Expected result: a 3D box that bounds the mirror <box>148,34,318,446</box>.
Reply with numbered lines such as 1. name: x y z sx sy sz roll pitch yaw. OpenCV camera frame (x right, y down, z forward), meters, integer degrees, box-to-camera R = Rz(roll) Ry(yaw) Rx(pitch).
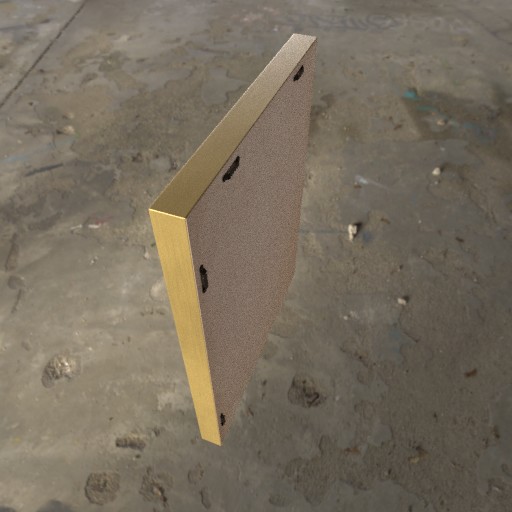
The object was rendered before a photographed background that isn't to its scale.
1. mirror: 0.000 0.000 0.683 0.041 0.508 0.405 16 49 14
